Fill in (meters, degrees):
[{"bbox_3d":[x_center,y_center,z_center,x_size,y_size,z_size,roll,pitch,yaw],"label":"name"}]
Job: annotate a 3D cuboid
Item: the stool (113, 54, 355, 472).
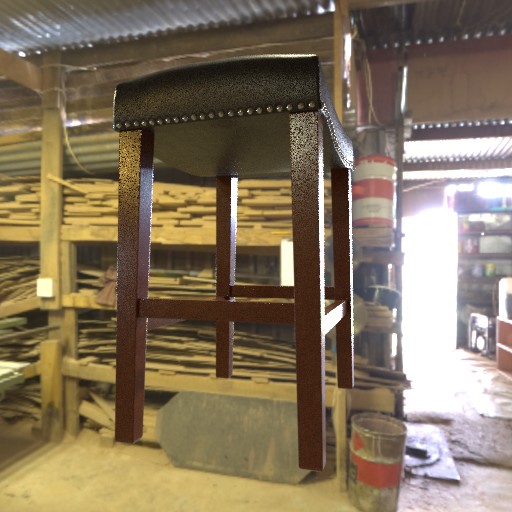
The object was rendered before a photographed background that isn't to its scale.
[{"bbox_3d":[0.000,0.000,0.947,0.372,0.654,0.504,0,-1,18],"label":"stool"}]
